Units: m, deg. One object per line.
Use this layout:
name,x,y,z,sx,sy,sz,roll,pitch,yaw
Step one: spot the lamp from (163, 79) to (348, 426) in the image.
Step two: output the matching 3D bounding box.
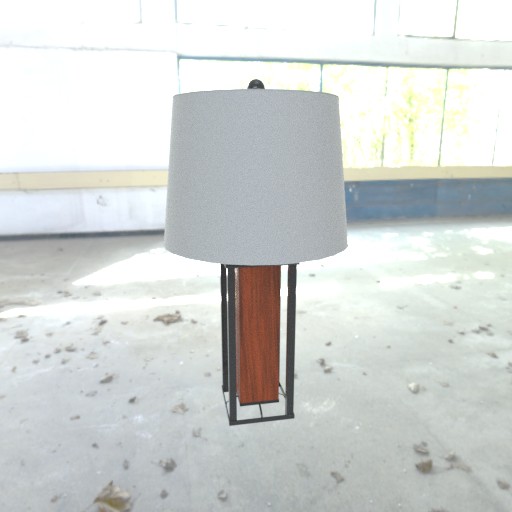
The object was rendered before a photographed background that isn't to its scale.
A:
lamp,0.000,0.000,0.790,0.320,0.591,0.320,0,14,0
